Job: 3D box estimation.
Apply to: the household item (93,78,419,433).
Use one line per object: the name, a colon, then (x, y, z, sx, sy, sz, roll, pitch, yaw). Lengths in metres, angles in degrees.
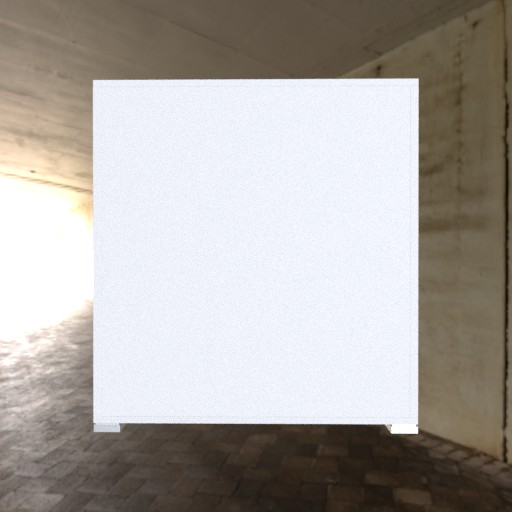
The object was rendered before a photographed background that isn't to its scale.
household item: (0.000, 0.000, 1.300, 0.800, 0.870, 0.420, 0, 0, 1)
